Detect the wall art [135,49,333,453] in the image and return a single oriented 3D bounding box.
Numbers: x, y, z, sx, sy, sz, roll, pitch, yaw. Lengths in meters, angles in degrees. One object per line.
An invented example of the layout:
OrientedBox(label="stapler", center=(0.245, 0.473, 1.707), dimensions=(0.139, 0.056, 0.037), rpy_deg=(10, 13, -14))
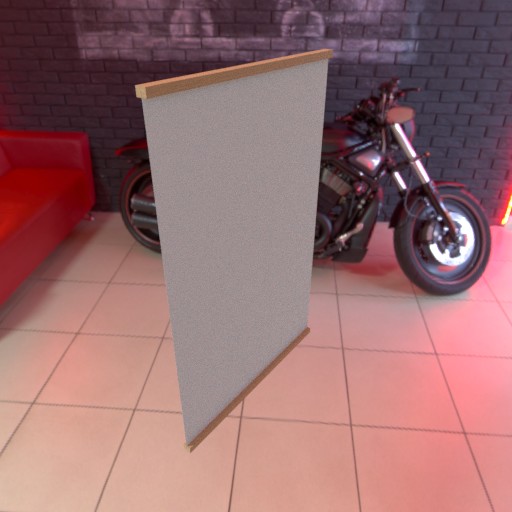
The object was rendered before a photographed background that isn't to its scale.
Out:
OrientedBox(label="wall art", center=(0.000, 0.000, 1.878), dimensions=(0.040, 1.510, 0.991), rpy_deg=(22, 37, 31))
